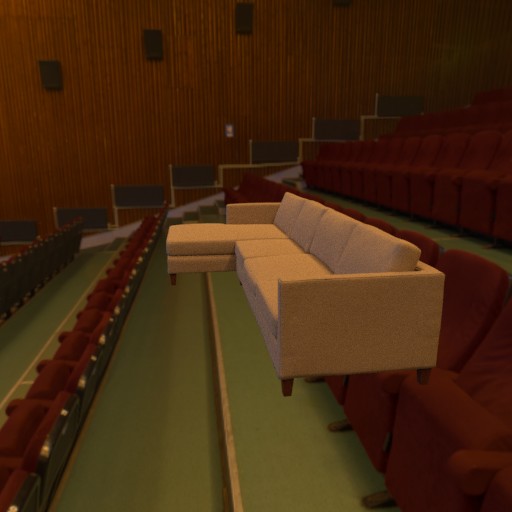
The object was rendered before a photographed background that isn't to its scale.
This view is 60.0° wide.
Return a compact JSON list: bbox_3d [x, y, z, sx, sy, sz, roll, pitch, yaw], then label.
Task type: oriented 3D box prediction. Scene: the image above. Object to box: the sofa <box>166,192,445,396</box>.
[{"bbox_3d":[0.000,0.000,3.878,1.625,0.846,3.186,-2,14,-8],"label":"sofa"}]
